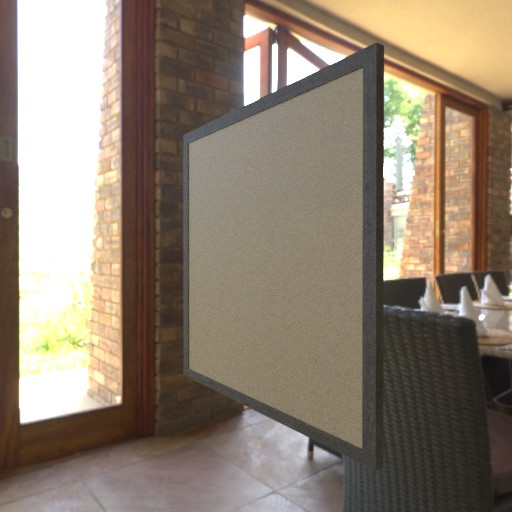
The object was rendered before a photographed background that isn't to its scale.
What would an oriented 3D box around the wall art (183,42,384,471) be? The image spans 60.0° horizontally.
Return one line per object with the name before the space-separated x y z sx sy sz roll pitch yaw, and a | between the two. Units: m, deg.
wall art | 0.000 0.000 0.662 0.013 0.457 0.457 0 1 -36
